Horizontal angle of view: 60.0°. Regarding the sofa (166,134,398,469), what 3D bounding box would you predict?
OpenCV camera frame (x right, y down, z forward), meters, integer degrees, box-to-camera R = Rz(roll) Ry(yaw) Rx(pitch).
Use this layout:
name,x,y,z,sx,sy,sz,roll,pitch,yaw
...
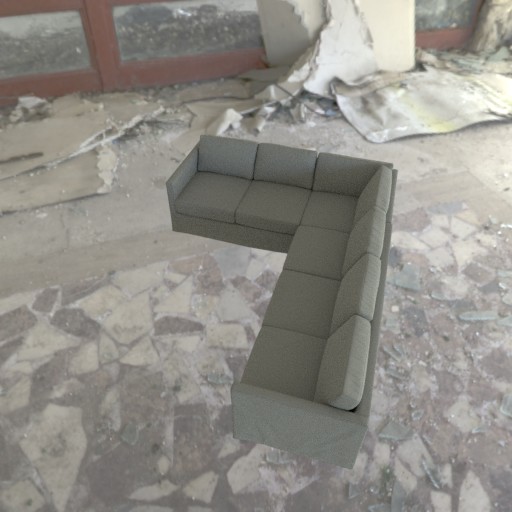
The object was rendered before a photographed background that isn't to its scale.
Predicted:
name,x,y,z,sx,sy,sz,roll,pitch,yaw
sofa,0.000,0.000,4.311,2.432,0.871,3.182,12,44,12
